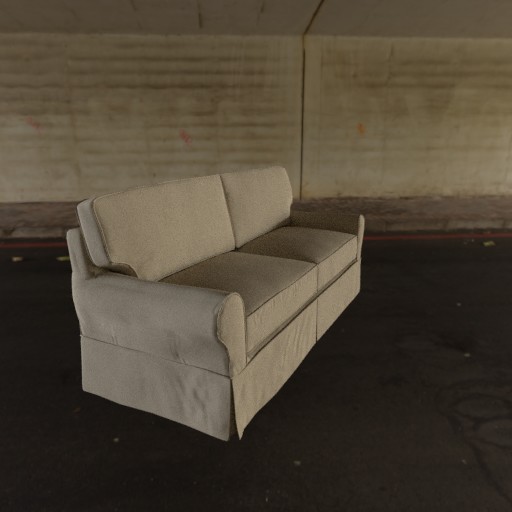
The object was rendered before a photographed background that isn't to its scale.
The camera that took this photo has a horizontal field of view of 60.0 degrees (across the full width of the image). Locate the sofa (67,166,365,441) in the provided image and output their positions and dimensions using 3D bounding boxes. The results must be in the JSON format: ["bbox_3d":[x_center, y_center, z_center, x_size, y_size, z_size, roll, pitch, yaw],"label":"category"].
[{"bbox_3d":[0.000,0.000,2.816,0.900,1.014,2.246,8,17,26],"label":"sofa"}]
